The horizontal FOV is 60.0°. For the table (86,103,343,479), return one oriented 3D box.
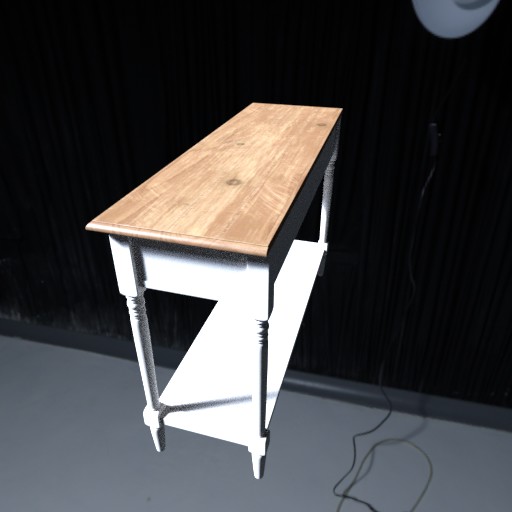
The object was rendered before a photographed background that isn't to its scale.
[{"bbox_3d":[0.000,0.000,1.594,0.399,0.800,1.219,9,32,14],"label":"table"}]
